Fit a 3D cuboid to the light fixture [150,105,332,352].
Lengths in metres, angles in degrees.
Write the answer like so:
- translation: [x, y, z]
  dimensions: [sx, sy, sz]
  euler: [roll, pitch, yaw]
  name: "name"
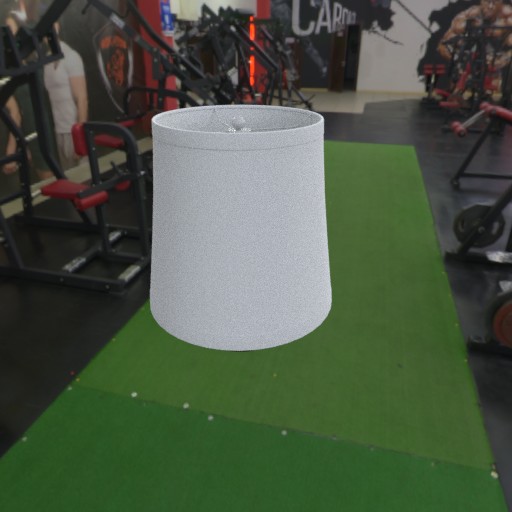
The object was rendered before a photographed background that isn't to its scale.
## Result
- translation: [0.000, 0.000, 0.269]
  dimensions: [0.100, 0.172, 0.157]
  euler: [8, 27, 15]
  name: "light fixture"
